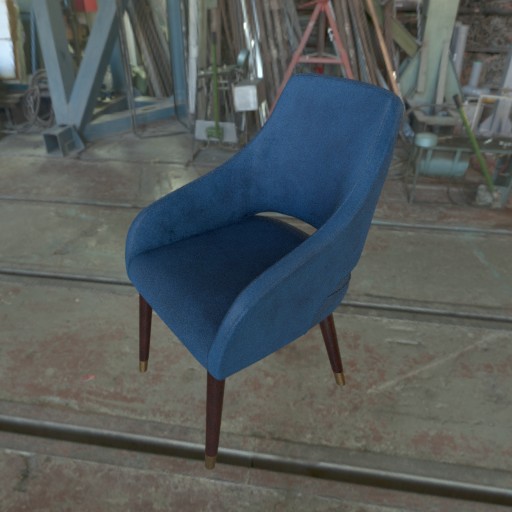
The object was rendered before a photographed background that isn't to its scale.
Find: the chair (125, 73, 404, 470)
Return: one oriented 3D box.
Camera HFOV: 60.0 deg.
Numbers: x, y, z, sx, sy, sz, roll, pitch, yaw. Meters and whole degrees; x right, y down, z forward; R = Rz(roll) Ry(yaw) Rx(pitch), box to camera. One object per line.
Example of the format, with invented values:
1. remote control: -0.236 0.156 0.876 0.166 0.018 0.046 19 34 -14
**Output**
1. chair: 0.000 0.000 1.542 0.794 1.081 0.683 -21 38 -30
